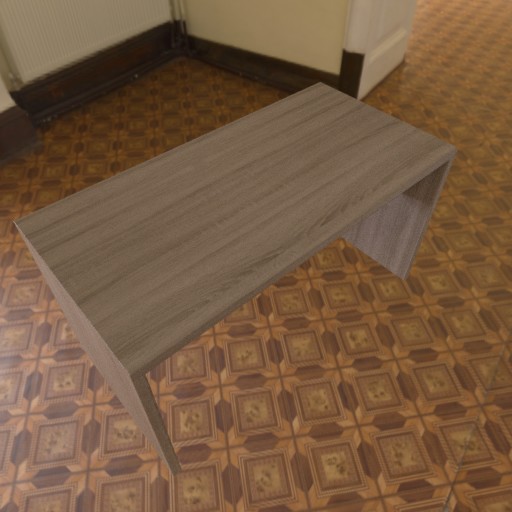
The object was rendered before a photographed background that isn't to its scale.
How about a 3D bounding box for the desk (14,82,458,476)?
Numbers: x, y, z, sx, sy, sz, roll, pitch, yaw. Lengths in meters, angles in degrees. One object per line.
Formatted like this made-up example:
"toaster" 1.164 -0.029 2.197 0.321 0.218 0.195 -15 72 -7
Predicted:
"desk" 0.000 0.000 1.770 1.380 0.745 0.690 -33 55 -27
